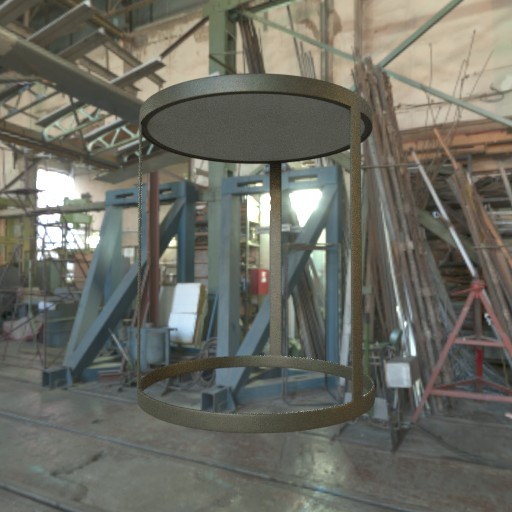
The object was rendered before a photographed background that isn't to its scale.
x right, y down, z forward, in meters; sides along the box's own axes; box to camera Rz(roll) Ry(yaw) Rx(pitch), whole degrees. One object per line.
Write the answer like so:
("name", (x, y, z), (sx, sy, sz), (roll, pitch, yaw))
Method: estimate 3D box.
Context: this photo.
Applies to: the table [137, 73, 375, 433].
("table", (0.000, 0.000, 0.934), (0.480, 0.565, 0.480), (0, -2, 0))
